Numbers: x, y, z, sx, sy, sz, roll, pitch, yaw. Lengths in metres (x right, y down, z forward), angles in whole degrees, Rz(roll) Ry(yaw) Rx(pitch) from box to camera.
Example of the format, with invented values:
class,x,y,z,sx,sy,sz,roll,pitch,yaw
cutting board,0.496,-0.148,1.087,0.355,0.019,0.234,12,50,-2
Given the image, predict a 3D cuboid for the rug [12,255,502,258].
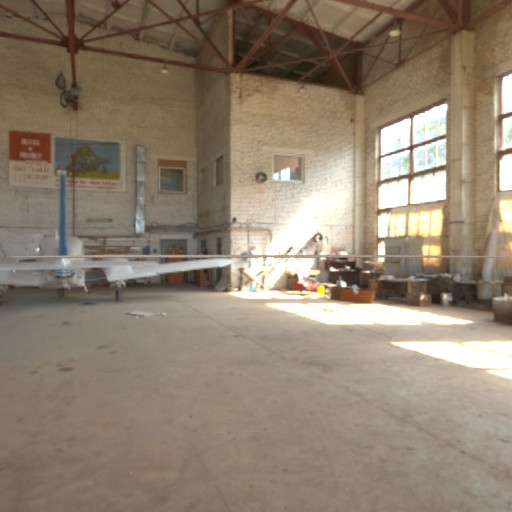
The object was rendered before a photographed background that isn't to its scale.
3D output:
class,x,y,z,sx,sy,sz,roll,pitch,yaw
rug,0.000,0.000,2.949,2.438,0.008,1.523,0,0,-2
